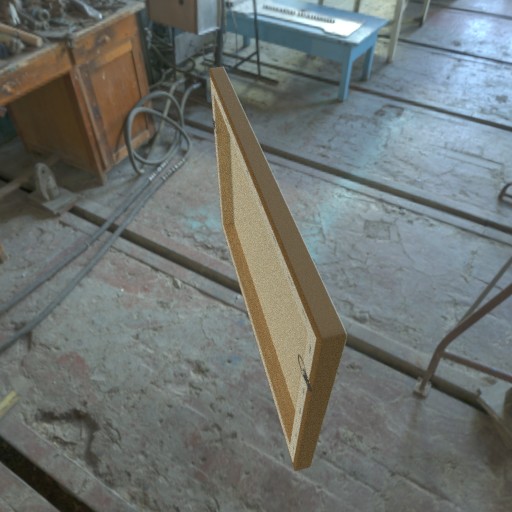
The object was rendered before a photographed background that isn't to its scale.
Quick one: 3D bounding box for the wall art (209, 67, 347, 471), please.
[{"bbox_3d":[0.000,0.000,0.488,0.019,0.254,0.380,-11,49,-10],"label":"wall art"}]
